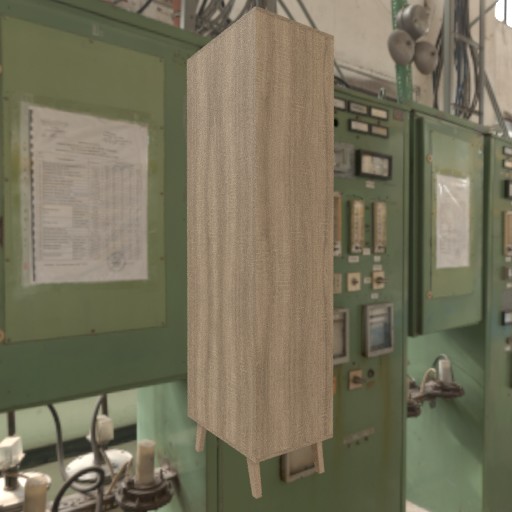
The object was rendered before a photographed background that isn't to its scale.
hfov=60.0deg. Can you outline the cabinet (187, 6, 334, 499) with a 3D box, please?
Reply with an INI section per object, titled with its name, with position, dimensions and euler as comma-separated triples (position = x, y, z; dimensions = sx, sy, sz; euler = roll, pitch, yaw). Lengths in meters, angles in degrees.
[cabinet]
position = 0.000, 0.000, 1.993
dimensions = 0.400, 1.850, 0.570
euler = -1, 1, -35
